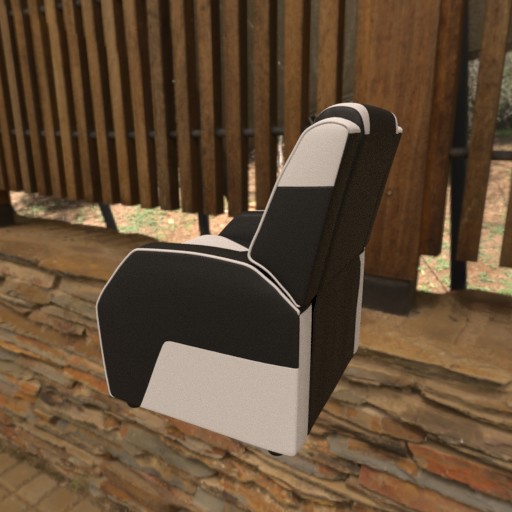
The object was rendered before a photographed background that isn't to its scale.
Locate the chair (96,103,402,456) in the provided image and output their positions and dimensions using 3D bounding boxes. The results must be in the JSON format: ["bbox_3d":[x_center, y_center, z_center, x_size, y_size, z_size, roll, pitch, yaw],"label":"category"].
[{"bbox_3d":[0.000,0.000,1.273,0.672,0.805,0.620,7,17,25],"label":"chair"}]
